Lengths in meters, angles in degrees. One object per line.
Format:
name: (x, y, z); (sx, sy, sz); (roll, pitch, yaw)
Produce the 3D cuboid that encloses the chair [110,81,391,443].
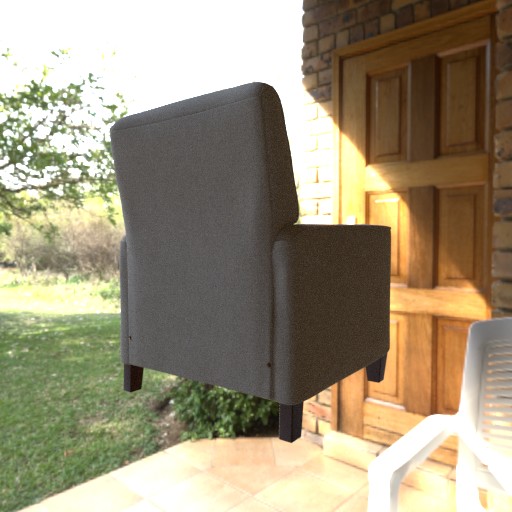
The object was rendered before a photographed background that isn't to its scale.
chair: (0.000, 0.000, 1.721); (0.845, 1.023, 0.859); (1, 2, 36)
